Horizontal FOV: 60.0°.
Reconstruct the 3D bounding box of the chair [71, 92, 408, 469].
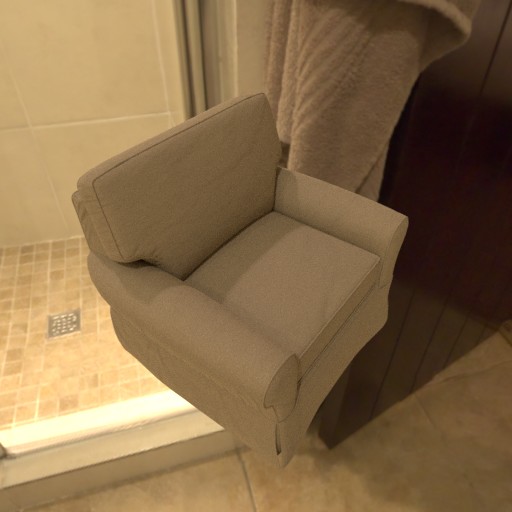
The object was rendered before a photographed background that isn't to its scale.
[{"bbox_3d":[0.000,0.000,1.883,0.988,1.017,1.135,26,48,27],"label":"chair"}]
